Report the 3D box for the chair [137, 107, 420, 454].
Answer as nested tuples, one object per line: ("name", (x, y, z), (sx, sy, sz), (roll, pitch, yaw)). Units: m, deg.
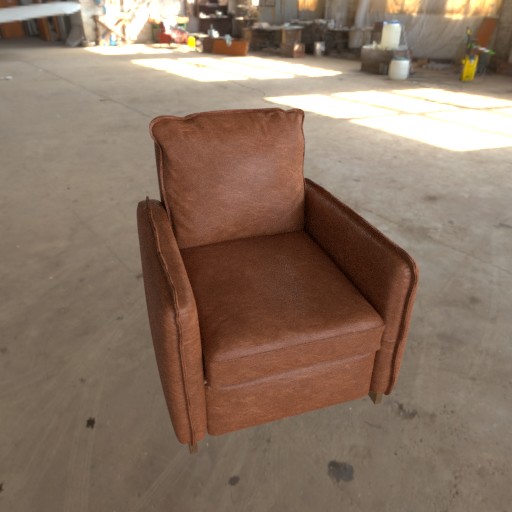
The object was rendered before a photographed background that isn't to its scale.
("chair", (0.000, 0.000, 1.641), (0.830, 0.922, 0.922), (-9, 32, -15))
